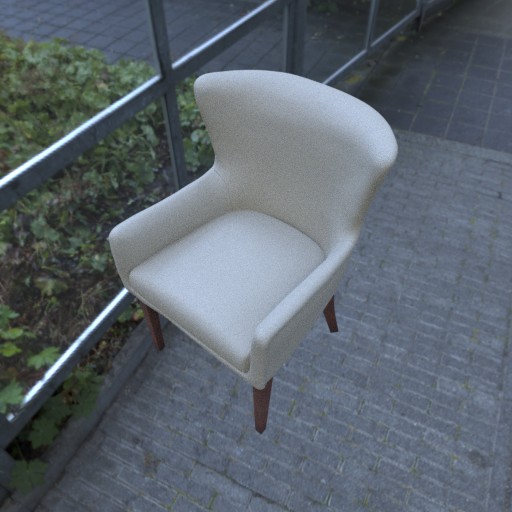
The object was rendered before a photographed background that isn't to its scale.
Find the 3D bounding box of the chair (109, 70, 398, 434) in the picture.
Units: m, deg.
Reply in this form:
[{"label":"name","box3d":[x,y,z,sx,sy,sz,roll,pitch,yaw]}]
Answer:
[{"label":"chair","box3d":[0.000,0.000,1.468,0.660,0.952,0.686,31,54,26]}]
